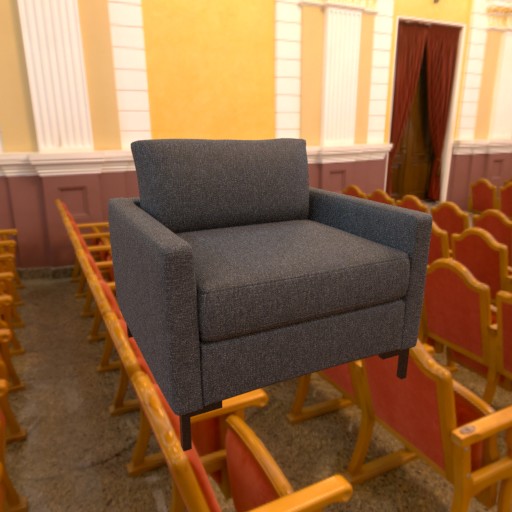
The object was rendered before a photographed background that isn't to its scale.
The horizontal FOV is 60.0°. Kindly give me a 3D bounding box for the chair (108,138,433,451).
[{"bbox_3d":[0.000,0.000,1.702,0.963,0.861,0.866,-8,19,-25],"label":"chair"}]
